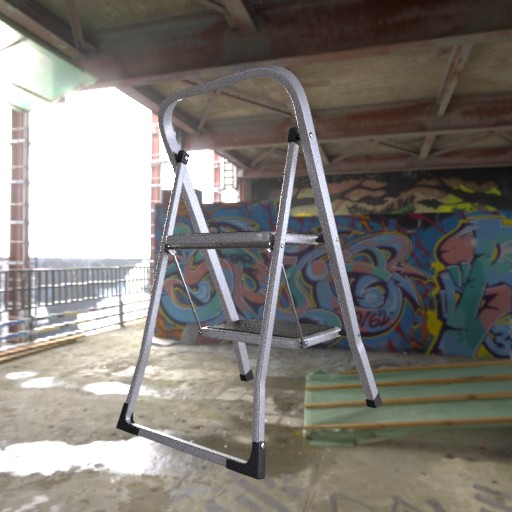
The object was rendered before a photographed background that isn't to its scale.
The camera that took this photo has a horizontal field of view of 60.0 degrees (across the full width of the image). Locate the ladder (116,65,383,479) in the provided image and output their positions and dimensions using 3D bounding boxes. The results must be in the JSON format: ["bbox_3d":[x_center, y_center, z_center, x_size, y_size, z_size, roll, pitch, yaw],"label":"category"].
[{"bbox_3d":[0.000,0.000,1.127,0.460,0.810,0.544,0,0,36],"label":"ladder"}]
